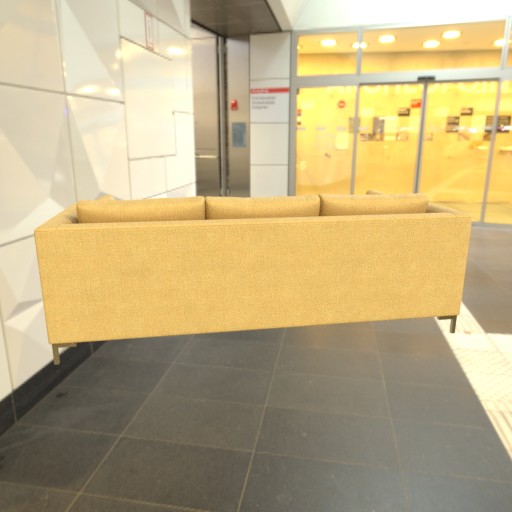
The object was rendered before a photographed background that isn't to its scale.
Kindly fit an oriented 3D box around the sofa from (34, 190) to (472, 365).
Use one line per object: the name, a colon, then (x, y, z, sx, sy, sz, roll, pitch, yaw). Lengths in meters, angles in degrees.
sofa: (0.000, 0.000, 2.939, 2.415, 0.867, 0.969, -3, 15, -9)
